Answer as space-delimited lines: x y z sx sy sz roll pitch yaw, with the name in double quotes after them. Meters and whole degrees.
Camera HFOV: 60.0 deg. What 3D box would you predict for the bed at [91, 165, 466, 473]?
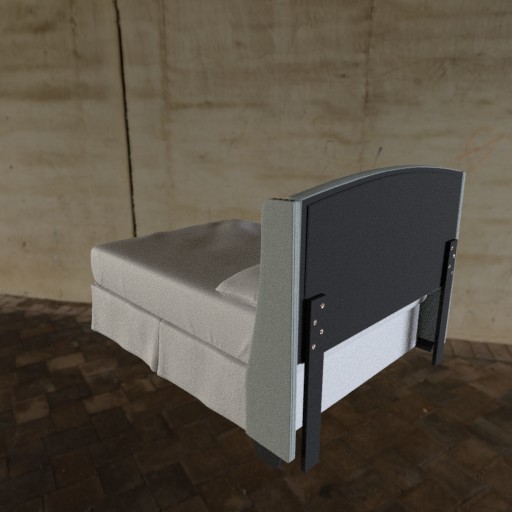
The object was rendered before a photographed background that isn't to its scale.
0.000 0.000 3.223 1.710 1.407 2.237 -15 22 -42 "bed"
